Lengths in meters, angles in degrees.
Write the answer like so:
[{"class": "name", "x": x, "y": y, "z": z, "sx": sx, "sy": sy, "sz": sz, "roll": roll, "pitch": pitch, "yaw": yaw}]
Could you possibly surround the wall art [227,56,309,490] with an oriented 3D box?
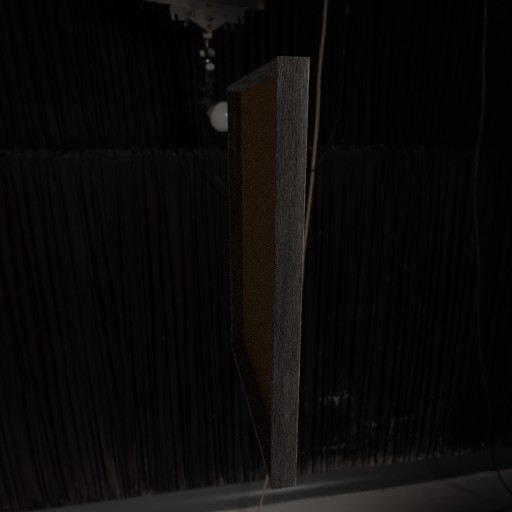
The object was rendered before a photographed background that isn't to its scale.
[{"class": "wall art", "x": 0.000, "y": 0.000, "z": 1.347, "sx": 0.063, "sy": 1.016, "sz": 0.762, "roll": -3, "pitch": 17, "yaw": -10}]
